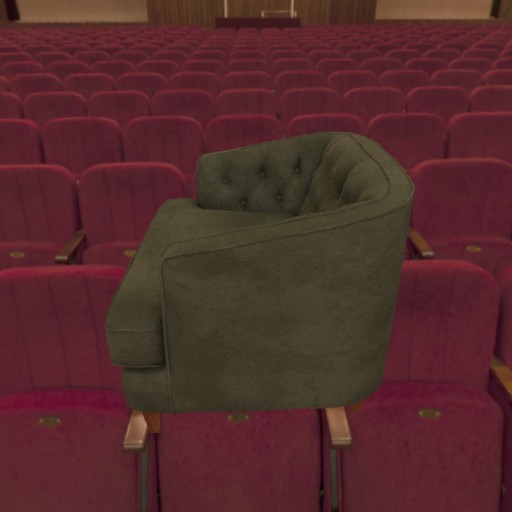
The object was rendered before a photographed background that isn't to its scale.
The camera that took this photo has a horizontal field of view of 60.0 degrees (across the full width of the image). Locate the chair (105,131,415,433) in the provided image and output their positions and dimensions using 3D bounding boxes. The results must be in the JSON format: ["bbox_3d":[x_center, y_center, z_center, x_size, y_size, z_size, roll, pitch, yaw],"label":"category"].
[{"bbox_3d":[0.000,0.000,1.769,0.941,0.852,1.104,0,27,-1],"label":"chair"}]
